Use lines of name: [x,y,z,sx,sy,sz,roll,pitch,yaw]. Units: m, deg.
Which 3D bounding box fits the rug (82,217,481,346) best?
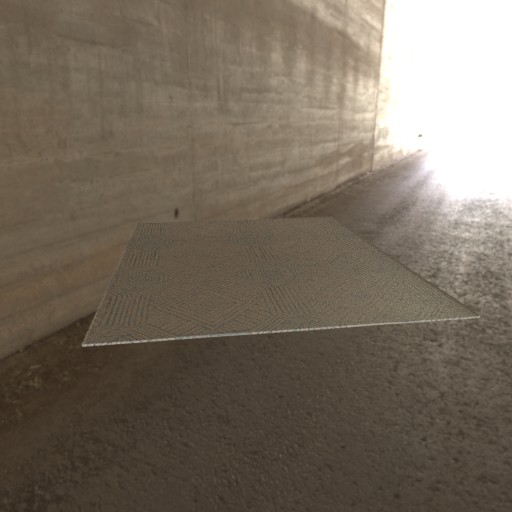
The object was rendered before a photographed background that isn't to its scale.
rug: [0.000,0.000,4.098,2.457,0.015,3.049,-3,17,-8]
